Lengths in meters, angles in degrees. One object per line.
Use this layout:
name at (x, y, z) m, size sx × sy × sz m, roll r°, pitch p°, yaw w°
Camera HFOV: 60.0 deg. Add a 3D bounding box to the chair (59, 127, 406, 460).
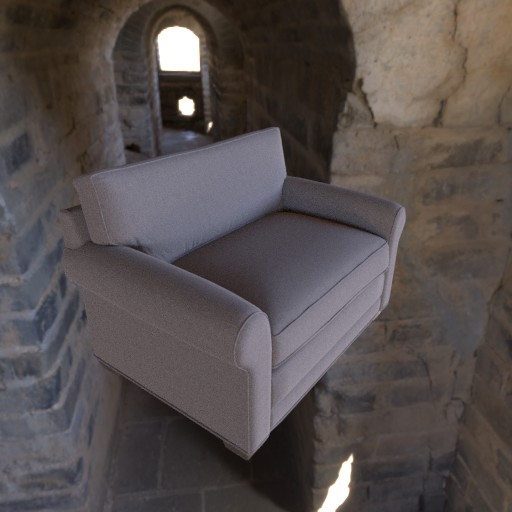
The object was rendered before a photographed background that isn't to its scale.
chair at (0.000, 0.000, 2.021) m, size 0.930 × 0.930 × 1.390 m, roll 18°, pitch 32°, yaw 33°
